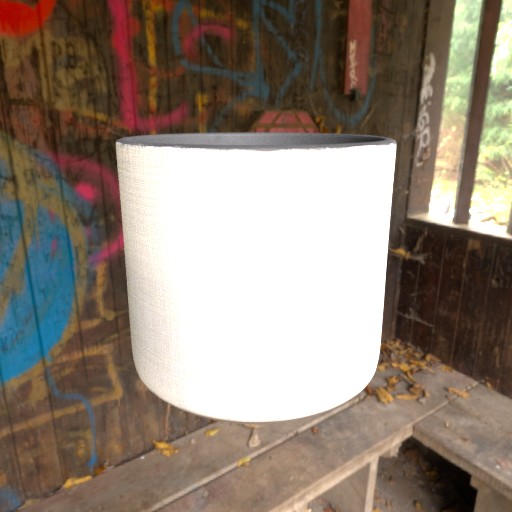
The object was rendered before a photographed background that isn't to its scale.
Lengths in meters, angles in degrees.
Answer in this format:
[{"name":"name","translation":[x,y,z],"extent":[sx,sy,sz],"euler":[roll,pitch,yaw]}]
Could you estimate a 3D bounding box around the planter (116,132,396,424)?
[{"name":"planter","translation":[0.000,0.000,0.387],"extent":[0.221,0.201,0.221],"euler":[0,18,0]}]
